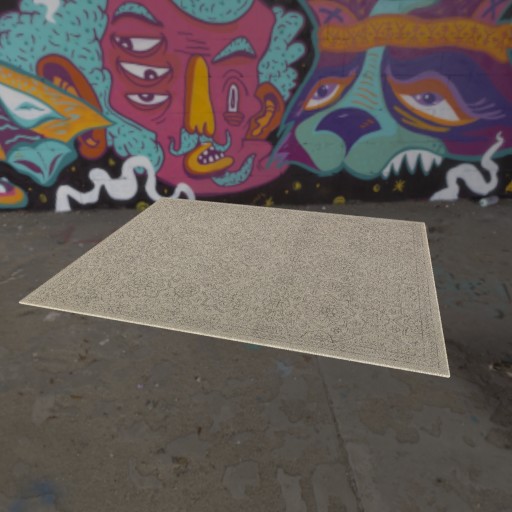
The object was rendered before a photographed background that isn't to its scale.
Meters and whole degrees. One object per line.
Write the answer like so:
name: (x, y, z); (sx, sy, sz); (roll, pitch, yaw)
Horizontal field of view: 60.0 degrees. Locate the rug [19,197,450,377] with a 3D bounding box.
rug: (0.000, 0.000, 4.029); (3.050, 0.015, 2.441); (7, 28, 14)
